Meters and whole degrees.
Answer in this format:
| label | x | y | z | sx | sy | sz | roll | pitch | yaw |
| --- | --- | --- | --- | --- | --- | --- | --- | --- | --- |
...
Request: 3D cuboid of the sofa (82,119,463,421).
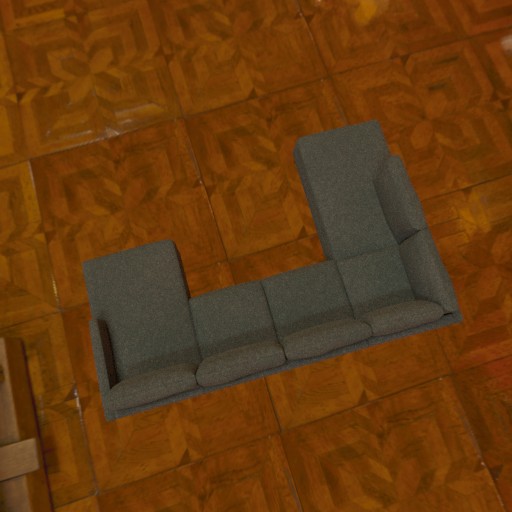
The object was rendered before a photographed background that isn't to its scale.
| label | x | y | z | sx | sy | sz | roll | pitch | yaw |
| --- | --- | --- | --- | --- | --- | --- | --- | --- | --- |
| sofa | 0.000 | 0.000 | 3.857 | 2.956 | 0.813 | 2.007 | -15 | 76 | -4 |
